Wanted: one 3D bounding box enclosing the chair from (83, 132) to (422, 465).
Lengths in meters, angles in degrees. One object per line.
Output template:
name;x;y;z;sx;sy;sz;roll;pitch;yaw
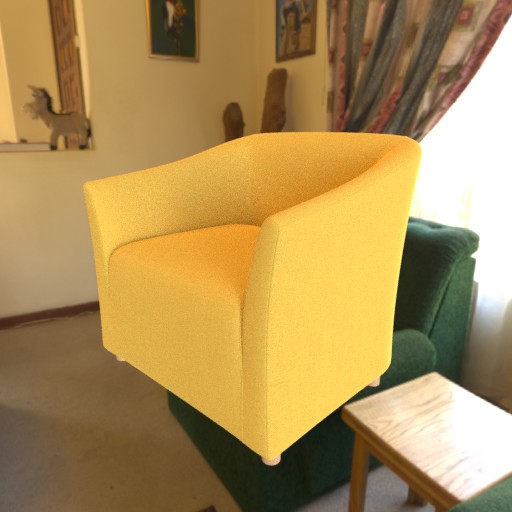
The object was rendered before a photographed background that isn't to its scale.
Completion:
chair;0.000;0.000;1.346;0.790;0.720;0.700;15;22;42
